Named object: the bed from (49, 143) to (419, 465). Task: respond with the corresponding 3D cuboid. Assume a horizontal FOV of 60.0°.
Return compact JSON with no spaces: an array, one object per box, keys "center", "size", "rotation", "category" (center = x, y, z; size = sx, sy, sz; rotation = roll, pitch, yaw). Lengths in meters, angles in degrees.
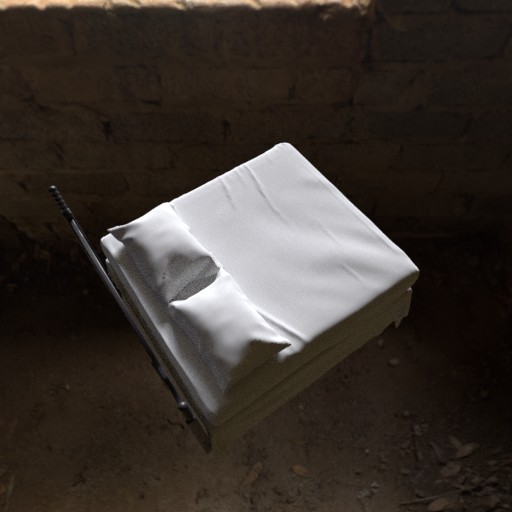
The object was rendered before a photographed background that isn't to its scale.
[{"center":[0.000,0.000,3.267],"size":[2.040,1.356,1.873],"rotation":[-31,64,-17],"category":"bed"}]
